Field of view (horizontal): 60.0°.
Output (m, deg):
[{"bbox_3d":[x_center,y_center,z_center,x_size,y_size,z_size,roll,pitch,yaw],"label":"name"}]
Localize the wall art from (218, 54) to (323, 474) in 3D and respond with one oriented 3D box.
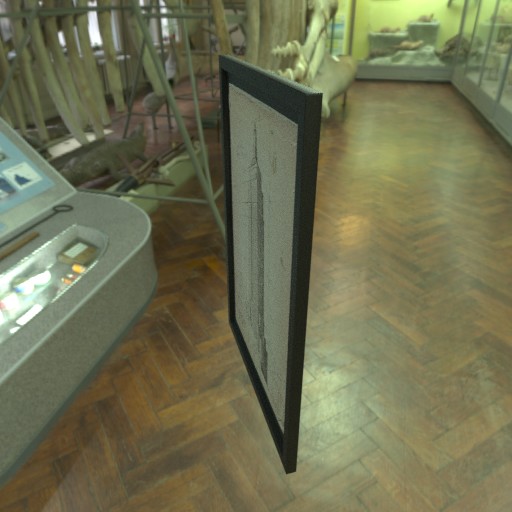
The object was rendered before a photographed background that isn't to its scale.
[{"bbox_3d":[0.000,0.000,0.550,0.013,0.431,0.303,-8,30,-14],"label":"wall art"}]
